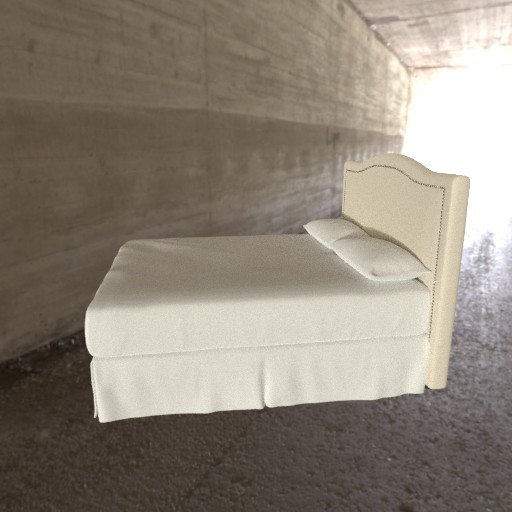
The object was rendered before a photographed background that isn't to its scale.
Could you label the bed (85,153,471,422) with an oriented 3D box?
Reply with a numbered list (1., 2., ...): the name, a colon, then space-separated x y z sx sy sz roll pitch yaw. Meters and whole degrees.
1. bed: 0.000 0.000 3.251 2.143 1.460 1.753 -2 15 -9
